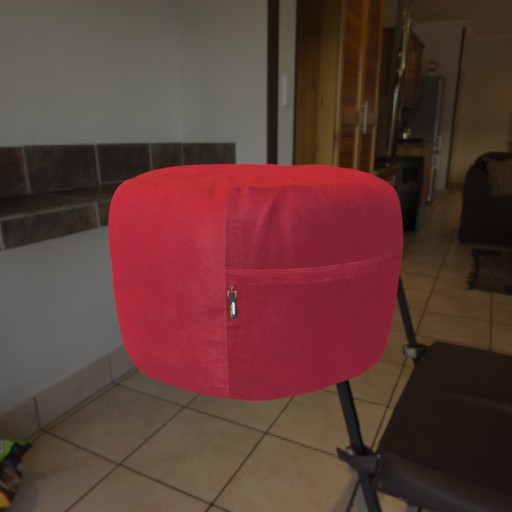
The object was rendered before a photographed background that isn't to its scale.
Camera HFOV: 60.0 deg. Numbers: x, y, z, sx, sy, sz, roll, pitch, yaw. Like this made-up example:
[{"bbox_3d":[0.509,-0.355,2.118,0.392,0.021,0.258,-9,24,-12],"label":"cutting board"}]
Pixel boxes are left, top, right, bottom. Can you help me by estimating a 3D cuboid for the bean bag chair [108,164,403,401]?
[{"bbox_3d":[0.000,0.000,1.948,1.219,0.762,1.219,0,15,0],"label":"bean bag chair"}]
